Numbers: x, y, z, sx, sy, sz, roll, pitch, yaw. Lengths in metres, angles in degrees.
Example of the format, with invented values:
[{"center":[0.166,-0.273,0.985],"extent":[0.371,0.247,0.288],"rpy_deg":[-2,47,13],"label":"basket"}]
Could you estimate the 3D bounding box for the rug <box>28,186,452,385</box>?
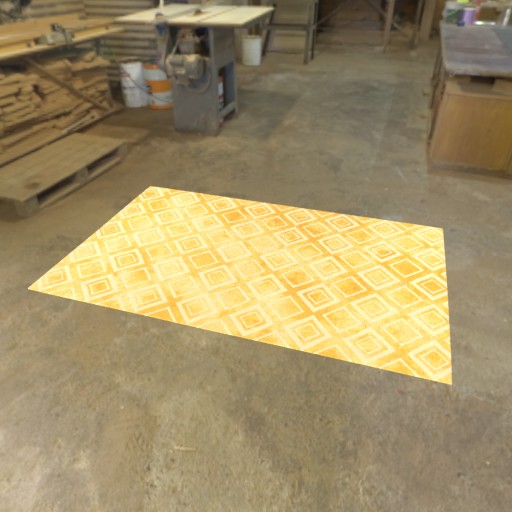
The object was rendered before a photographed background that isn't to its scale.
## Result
[{"center":[0.000,0.000,2.981],"extent":[2.424,0.010,1.511],"rpy_deg":[10,35,14],"label":"rug"}]
